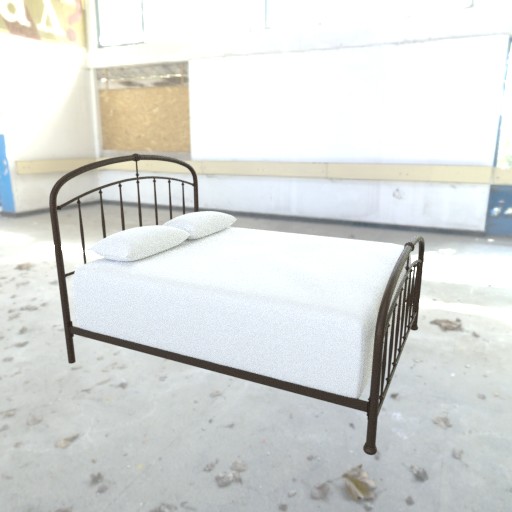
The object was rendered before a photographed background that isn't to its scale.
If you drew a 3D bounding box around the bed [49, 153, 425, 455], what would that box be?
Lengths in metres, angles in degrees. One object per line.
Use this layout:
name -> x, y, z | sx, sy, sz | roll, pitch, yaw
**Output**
bed -> 0.000, 0.000, 3.239 | 2.180, 1.425, 1.711 | 7, 17, 25
